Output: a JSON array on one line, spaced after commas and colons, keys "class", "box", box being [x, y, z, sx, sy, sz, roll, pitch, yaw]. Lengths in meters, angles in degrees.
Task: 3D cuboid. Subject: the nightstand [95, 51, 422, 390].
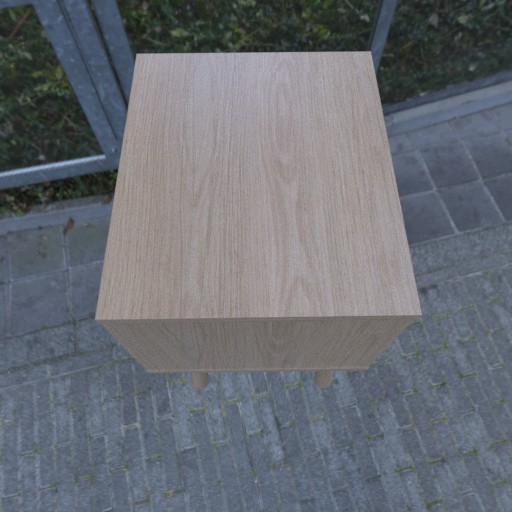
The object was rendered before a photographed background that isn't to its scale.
[{"class": "nightstand", "box": [0.000, 0.000, 0.871, 0.380, 0.571, 0.450, -1, 63, 0]}]
